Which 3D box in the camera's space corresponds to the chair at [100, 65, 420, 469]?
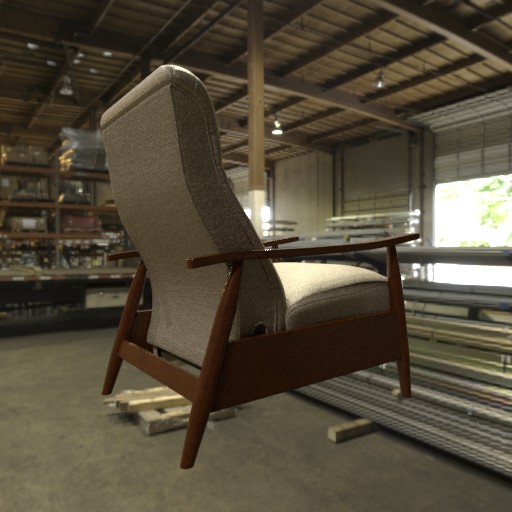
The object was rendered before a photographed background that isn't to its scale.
[{"bbox_3d":[0.000,0.000,1.714,1.014,1.082,0.762,-1,2,-35],"label":"chair"}]
